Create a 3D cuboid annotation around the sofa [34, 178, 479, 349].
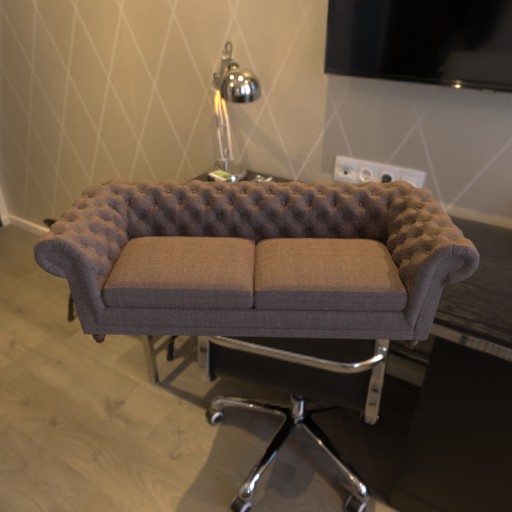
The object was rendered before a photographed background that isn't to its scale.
[{"bbox_3d":[0.000,0.000,2.870,2.385,0.787,0.944,1,31,1],"label":"sofa"}]
